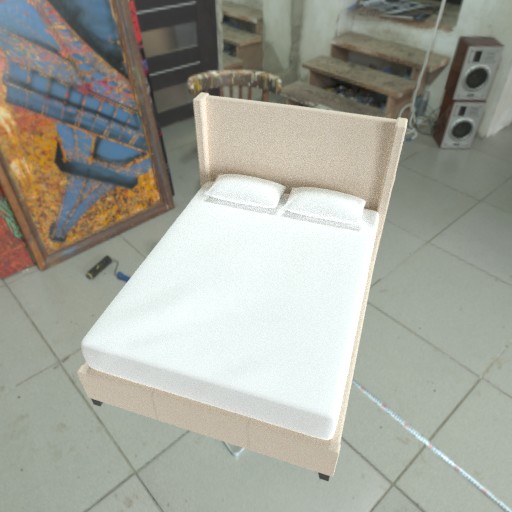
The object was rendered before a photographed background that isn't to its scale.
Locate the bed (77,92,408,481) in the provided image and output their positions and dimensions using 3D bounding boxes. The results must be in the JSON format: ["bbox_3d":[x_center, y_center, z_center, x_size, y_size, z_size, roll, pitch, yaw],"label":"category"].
[{"bbox_3d":[0.000,0.000,3.359,1.778,1.471,2.293,12,42,14],"label":"bed"}]
